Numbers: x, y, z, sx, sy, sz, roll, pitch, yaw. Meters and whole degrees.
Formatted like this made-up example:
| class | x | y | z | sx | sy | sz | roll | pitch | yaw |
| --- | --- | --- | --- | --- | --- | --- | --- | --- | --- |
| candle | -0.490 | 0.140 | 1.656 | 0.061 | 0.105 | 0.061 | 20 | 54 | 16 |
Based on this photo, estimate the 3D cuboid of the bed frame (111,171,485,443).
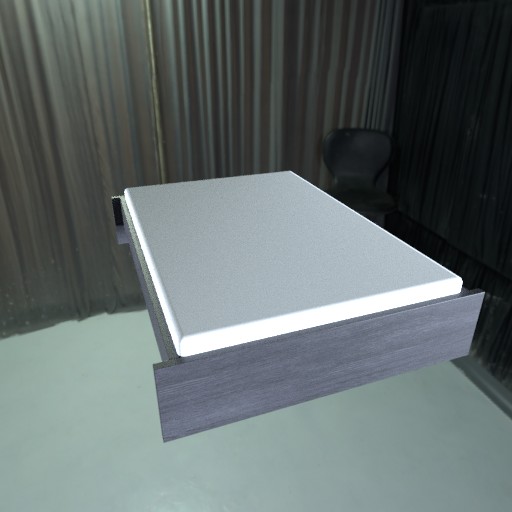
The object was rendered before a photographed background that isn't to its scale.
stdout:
| class | x | y | z | sx | sy | sz | roll | pitch | yaw |
| --- | --- | --- | --- | --- | --- | --- | --- | --- | --- |
| bed frame | 0.000 | 0.000 | 2.658 | 1.490 | 0.432 | 1.950 | -10 | 28 | -18 |
